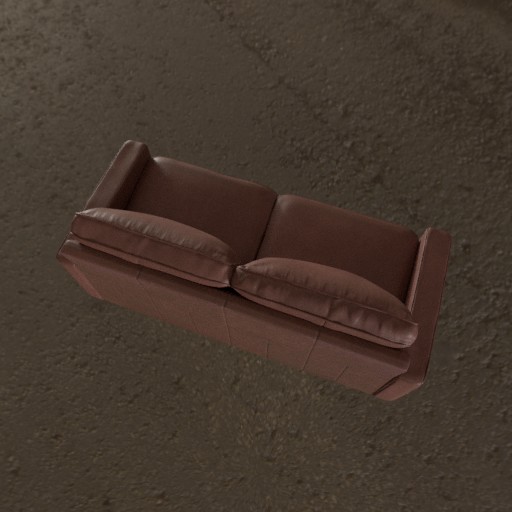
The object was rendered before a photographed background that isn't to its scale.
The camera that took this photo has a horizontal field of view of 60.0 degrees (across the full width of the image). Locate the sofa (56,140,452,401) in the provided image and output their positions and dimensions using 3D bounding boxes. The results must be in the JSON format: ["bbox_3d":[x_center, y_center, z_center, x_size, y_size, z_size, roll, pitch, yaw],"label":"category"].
[{"bbox_3d":[0.000,0.000,2.601,2.080,0.919,0.940,18,65,9],"label":"sofa"}]
